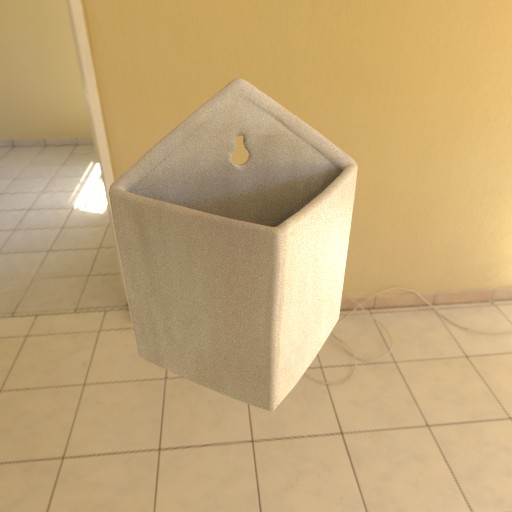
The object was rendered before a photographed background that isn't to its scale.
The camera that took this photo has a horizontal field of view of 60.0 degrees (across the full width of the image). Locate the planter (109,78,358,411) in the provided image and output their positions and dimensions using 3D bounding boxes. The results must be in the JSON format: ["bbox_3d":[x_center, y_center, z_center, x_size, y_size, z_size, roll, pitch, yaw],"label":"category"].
[{"bbox_3d":[0.000,0.000,0.272,0.163,0.194,0.080,-8,33,-13],"label":"planter"}]
